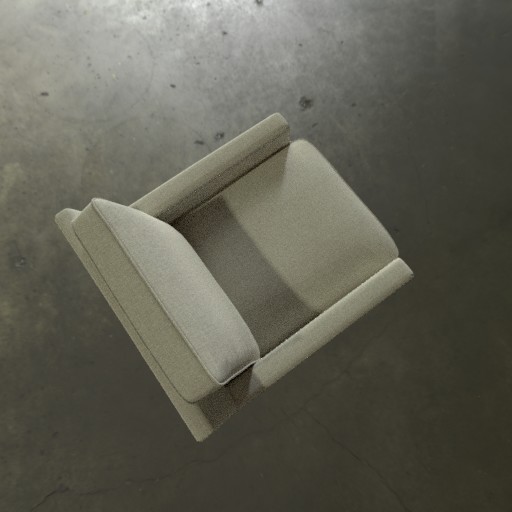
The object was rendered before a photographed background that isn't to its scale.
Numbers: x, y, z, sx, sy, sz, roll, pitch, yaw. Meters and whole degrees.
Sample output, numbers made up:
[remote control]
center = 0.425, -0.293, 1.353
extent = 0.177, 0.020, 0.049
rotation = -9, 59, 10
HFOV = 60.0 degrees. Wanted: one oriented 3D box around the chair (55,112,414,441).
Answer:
[chair]
center = 0.000, 0.000, 1.735
extent = 1.014, 0.943, 0.853
rotation = -35, 78, -9
